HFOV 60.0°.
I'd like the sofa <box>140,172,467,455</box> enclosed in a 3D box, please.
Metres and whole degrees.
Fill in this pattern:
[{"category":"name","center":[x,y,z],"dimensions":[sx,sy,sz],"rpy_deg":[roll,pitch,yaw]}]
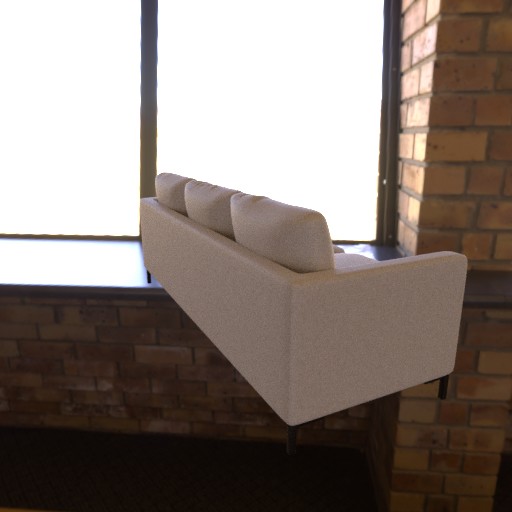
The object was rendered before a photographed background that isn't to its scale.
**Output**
[{"category":"sofa","center":[0.000,0.000,2.613],"dimensions":[0.859,0.874,2.218],"rpy_deg":[-8,17,-26]}]
